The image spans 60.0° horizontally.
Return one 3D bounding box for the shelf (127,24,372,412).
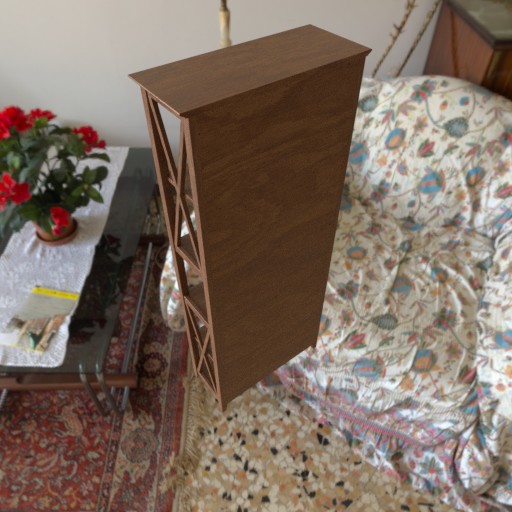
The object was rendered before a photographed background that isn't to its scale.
[{"bbox_3d":[0.000,0.000,2.202,0.805,1.905,0.335,-28,52,-25],"label":"shelf"}]
